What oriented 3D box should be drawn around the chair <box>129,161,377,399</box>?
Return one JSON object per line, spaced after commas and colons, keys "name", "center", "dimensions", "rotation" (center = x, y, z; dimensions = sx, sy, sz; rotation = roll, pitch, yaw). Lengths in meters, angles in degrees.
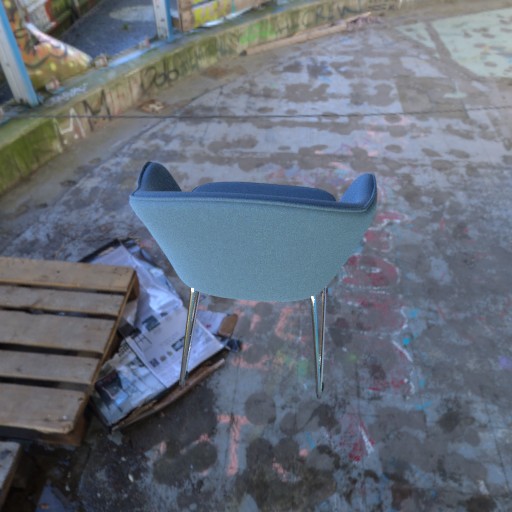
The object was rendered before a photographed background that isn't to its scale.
{"name": "chair", "center": [0.000, 0.000, 1.203], "dimensions": [0.570, 0.815, 0.585], "rotation": [4, 45, 4]}
